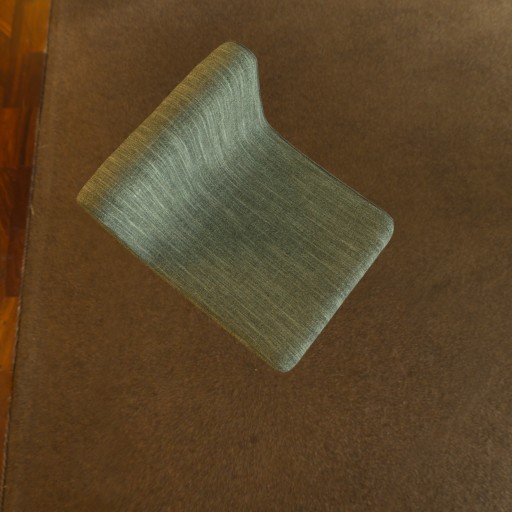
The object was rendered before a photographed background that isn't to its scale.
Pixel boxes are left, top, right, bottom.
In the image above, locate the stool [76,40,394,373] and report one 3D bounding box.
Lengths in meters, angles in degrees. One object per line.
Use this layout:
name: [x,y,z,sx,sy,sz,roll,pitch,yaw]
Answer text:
stool: [0.000,0.000,1.220,0.499,0.965,0.426,38,79,9]
